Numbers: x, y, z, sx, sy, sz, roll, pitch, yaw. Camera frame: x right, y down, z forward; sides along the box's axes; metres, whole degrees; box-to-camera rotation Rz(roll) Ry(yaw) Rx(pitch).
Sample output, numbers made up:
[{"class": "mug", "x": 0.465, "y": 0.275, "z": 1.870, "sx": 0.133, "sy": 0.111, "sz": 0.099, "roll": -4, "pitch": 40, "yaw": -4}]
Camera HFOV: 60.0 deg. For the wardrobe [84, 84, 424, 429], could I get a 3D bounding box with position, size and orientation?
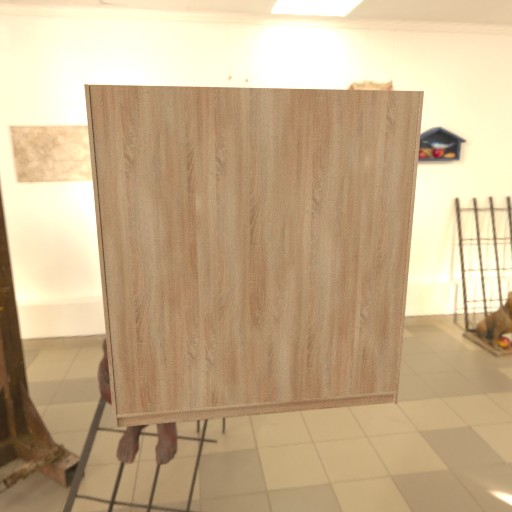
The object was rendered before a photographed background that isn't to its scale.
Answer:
[{"class": "wardrobe", "x": 0.000, "y": 0.000, "z": 3.120, "sx": 1.998, "sy": 2.159, "sz": 0.598, "roll": -2, "pitch": 14, "yaw": -8}]
